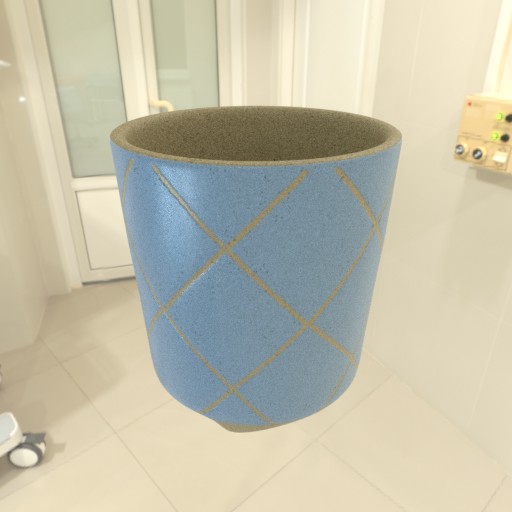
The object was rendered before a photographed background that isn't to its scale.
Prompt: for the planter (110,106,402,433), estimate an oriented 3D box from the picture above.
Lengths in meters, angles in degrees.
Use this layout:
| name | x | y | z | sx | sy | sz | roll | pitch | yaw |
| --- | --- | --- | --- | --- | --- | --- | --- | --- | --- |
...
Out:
| name | x | y | z | sx | sy | sz | roll | pitch | yaw |
| --- | --- | --- | --- | --- | --- | --- | --- | --- | --- |
| planter | 0.000 | 0.000 | 0.411 | 0.227 | 0.235 | 0.227 | 0 | 27 | 0 |
